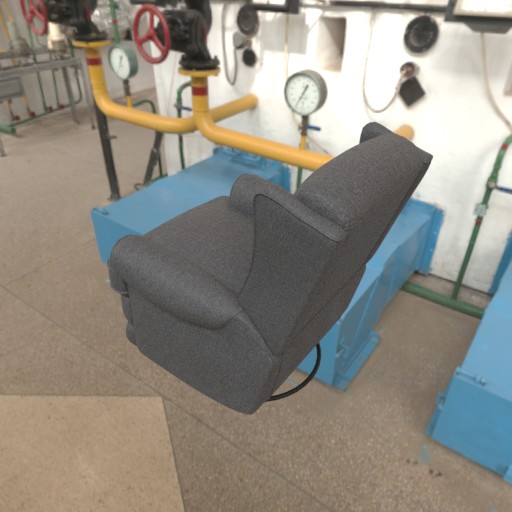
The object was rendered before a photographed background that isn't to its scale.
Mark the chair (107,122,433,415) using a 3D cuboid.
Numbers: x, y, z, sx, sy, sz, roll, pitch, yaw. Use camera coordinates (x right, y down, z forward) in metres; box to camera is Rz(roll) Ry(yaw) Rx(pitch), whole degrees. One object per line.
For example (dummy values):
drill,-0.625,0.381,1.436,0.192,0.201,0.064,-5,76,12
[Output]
chair,0.000,0.000,1.707,0.969,1.011,0.847,23,40,30
